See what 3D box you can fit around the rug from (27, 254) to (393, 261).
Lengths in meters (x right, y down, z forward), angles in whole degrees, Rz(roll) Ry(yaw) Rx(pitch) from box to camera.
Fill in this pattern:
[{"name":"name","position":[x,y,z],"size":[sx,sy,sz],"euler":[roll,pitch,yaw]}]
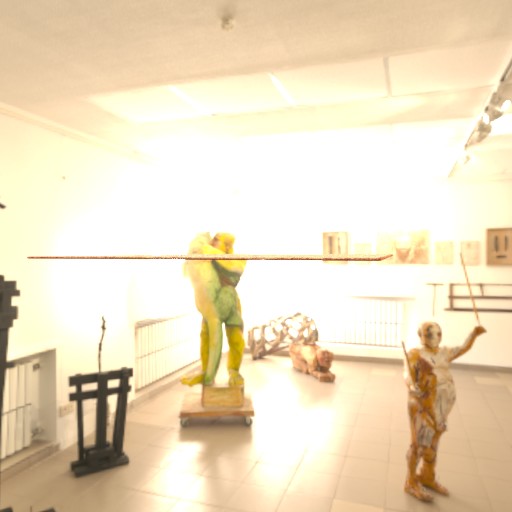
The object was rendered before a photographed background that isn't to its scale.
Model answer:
[{"name":"rug","position":[0.000,0.000,4.224],"size":[2.441,0.016,3.050],"euler":[0,1,18]}]
